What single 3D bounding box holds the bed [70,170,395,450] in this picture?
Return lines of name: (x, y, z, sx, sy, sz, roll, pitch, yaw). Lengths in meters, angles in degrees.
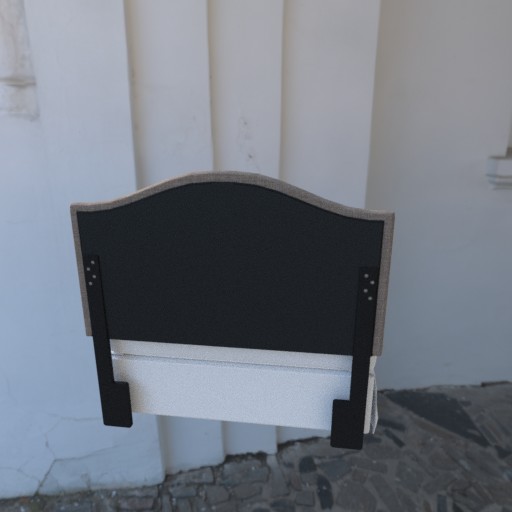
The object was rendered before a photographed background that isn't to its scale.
bed: (0.000, 0.000, 3.339, 1.713, 1.518, 2.153, 2, 18, 7)
